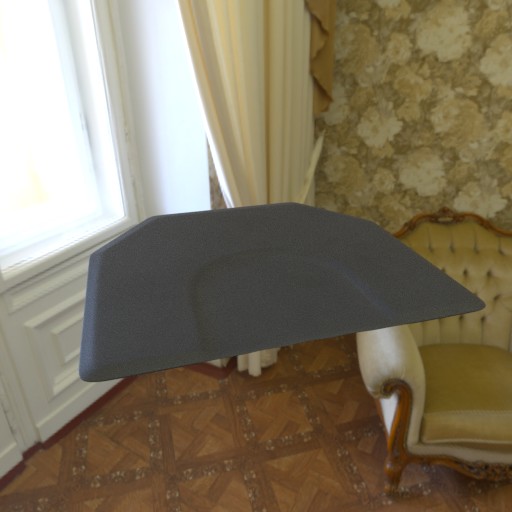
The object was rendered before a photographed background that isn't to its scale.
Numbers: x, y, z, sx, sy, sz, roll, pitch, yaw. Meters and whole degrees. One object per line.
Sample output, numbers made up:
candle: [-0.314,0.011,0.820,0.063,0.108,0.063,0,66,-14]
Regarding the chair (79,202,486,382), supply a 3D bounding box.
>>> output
chair: [0.000,0.000,1.898,1.372,0.024,1.219,-7,28,-14]
